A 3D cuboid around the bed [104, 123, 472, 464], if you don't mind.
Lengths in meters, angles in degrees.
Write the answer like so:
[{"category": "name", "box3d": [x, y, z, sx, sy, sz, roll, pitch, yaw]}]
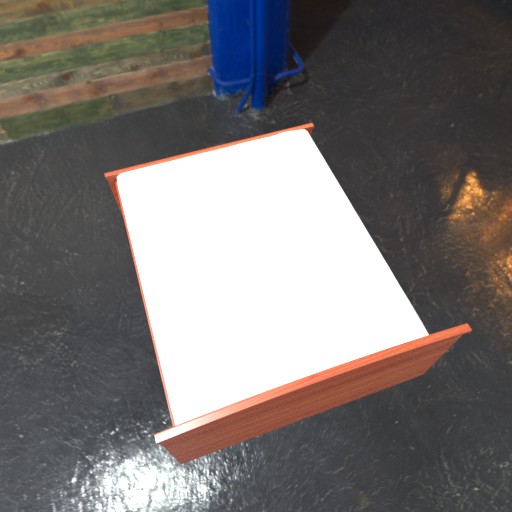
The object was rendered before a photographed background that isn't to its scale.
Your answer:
[{"category": "bed", "box3d": [0.000, 0.000, 2.997, 1.683, 0.848, 2.053, -16, 59, -10]}]
